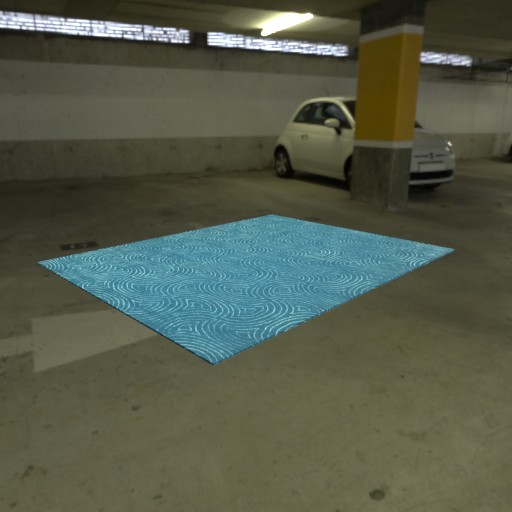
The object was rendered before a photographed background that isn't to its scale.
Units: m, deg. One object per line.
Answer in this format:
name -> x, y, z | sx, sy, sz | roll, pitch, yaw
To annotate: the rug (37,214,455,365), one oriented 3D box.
rug -> 0.000, 0.000, 4.103 | 3.033, 0.012, 2.432 | -16, 23, -43
